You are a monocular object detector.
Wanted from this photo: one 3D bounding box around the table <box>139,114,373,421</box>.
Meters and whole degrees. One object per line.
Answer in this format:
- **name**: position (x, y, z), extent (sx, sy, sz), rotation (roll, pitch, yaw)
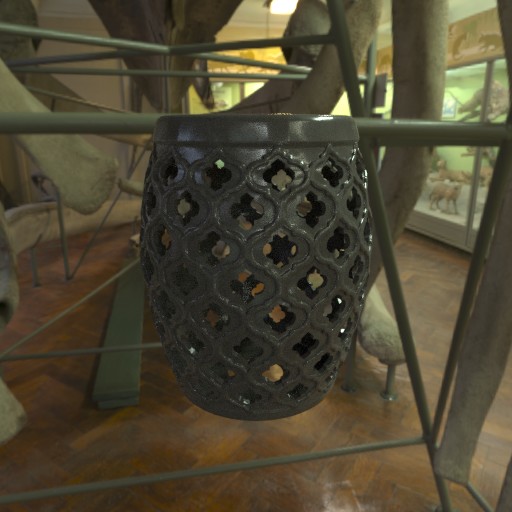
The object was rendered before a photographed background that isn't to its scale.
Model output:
- **table**: position (0.000, 0.000, 0.645), extent (0.325, 0.388, 0.325), rotation (0, 16, 0)
